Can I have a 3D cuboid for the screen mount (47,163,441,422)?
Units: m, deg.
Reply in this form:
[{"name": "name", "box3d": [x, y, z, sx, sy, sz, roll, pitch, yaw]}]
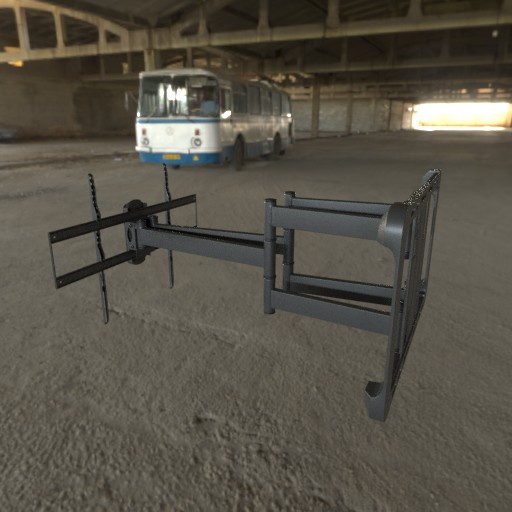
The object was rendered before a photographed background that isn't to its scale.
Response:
[{"name": "screen mount", "box3d": [0.000, 0.000, 1.301, 0.905, 0.483, 0.725, 8, 19, 25]}]
